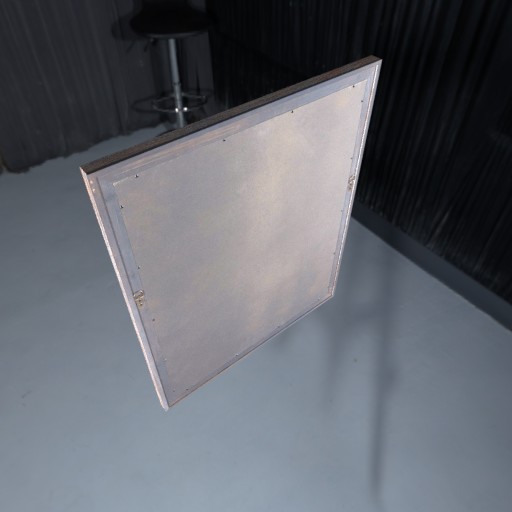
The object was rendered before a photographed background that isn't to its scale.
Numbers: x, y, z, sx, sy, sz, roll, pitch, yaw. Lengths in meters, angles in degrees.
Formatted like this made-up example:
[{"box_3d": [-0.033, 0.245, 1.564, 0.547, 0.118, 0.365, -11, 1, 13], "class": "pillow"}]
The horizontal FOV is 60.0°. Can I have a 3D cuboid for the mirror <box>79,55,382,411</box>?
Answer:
[{"box_3d": [0.000, 0.000, 1.208, 0.730, 0.882, 0.032, -30, 53, -26], "class": "mirror"}]
